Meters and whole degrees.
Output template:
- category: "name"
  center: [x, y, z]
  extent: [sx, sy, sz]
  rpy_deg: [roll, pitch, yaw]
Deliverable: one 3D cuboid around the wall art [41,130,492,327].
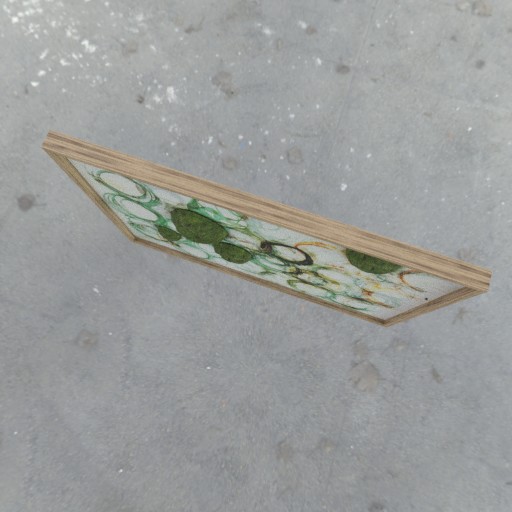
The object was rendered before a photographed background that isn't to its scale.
- category: "wall art"
  center: [0.000, 0.000, 1.087]
  extent: [0.841, 0.609, 0.063]
  rpy_deg: [18, 76, 5]
